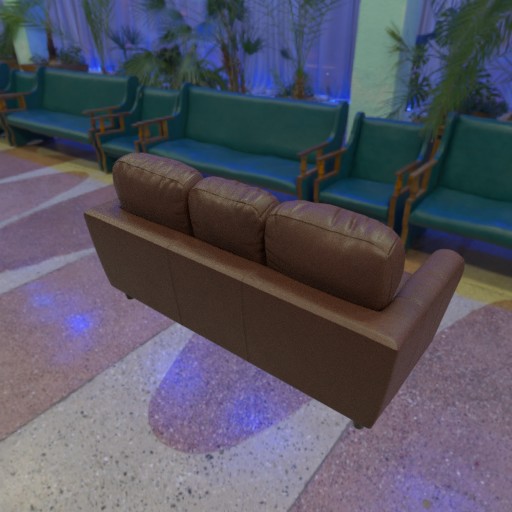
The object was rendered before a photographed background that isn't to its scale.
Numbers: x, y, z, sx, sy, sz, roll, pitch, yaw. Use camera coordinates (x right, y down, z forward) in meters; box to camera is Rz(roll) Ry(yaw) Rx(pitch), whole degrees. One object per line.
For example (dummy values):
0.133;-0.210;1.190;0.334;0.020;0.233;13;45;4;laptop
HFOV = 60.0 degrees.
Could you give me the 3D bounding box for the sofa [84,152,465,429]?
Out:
0.000;0.000;2.333;1.862;0.915;0.802;21;36;32;sofa
